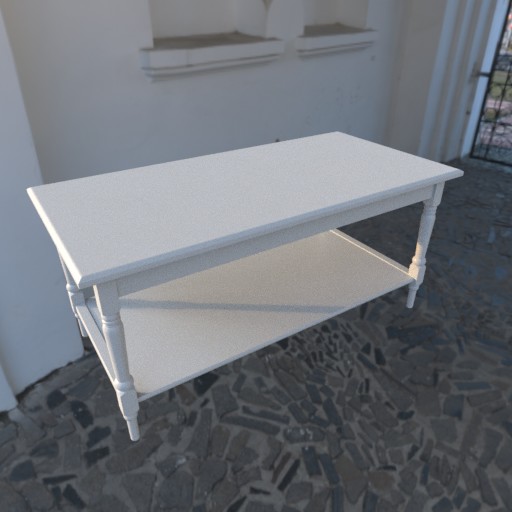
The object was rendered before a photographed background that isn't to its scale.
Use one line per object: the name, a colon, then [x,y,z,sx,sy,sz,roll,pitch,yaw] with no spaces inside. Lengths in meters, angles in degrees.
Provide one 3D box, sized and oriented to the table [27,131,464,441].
table: [0.000,0.000,1.372,1.109,0.506,0.551,-18,34,-28]
